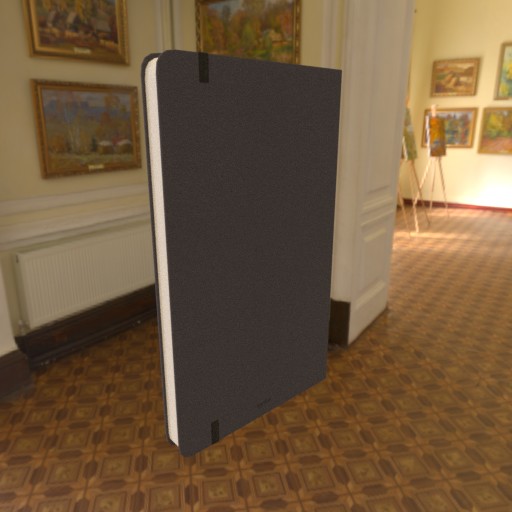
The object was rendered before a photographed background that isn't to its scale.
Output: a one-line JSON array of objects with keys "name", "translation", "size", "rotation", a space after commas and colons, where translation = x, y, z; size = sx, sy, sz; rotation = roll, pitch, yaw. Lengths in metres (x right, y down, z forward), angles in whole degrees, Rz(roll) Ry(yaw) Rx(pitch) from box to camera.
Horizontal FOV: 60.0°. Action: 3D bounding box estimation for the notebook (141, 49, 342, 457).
[{"name": "notebook", "translation": [0.000, 0.000, 0.263], "size": [0.127, 0.213, 0.016], "rotation": [-15, 22, -40]}]
